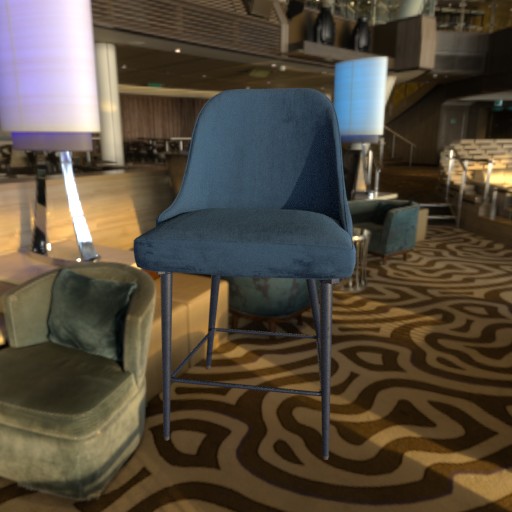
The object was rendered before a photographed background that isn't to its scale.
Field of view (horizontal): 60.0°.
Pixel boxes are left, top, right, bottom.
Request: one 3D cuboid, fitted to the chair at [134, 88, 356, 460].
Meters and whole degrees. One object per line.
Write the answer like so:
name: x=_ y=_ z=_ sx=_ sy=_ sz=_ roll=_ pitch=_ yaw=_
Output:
chair: x=0.000 y=0.000 z=1.237 sx=0.526 sy=0.927 sz=0.489 roll=3 pitch=15 yaw=10
